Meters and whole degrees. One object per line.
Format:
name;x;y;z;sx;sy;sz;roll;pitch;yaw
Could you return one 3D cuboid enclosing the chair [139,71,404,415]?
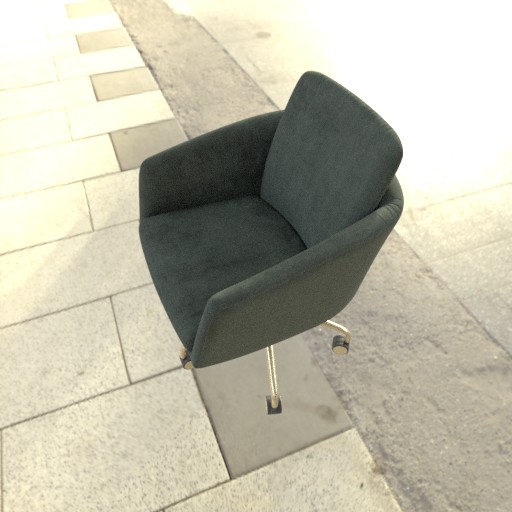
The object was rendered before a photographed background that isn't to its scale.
chair;0.000;0.000;1.358;0.635;0.908;0.641;-18;49;-16
